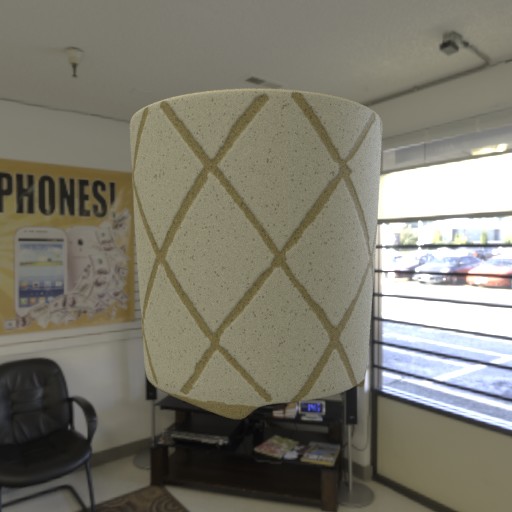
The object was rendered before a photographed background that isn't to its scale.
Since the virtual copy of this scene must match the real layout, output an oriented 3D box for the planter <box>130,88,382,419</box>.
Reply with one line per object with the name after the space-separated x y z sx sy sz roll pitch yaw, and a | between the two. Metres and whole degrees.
0.000 0.000 0.418 0.228 0.235 0.228 0 1 0 | planter
